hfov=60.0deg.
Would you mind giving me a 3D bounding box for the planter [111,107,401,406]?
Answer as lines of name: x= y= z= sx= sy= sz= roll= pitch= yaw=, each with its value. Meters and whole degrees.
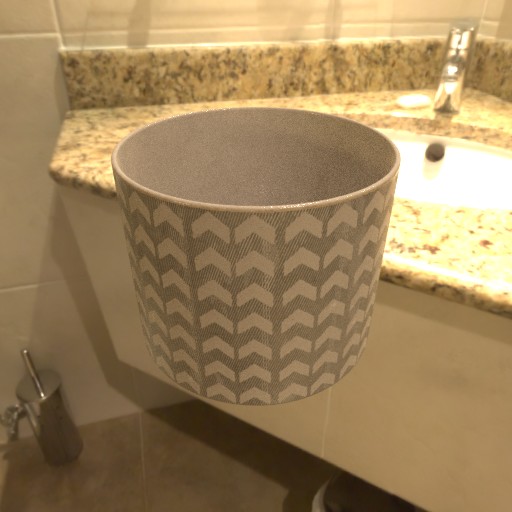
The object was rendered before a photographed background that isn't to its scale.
planter: x=0.000 y=0.000 z=0.460 sx=0.250 sy=0.239 sz=0.250 roll=0 pitch=33 yaw=0
